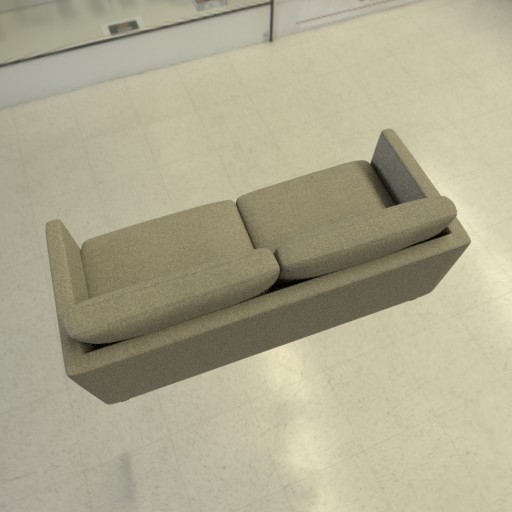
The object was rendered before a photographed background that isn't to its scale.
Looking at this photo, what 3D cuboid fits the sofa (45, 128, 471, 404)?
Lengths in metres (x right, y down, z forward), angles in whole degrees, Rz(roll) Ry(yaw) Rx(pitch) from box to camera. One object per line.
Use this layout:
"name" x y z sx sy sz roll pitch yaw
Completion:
"sofa" 0.000 0.000 2.676 2.208 0.960 0.956 -17 62 -10
